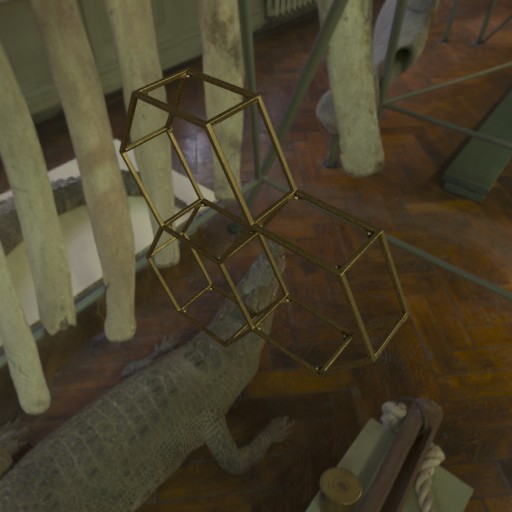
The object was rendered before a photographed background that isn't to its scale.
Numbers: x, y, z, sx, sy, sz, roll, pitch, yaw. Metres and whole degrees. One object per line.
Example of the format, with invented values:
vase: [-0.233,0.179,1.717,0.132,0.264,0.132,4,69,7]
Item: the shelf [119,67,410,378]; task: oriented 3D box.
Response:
shelf: [0.000,0.000,1.040,0.708,0.701,0.150,31,53,27]
